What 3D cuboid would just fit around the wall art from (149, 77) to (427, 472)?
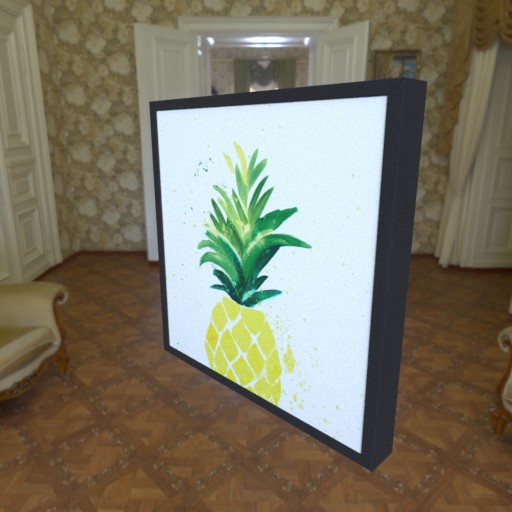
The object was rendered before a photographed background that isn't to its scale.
[{"bbox_3d":[0.000,0.000,0.441,0.033,0.304,0.305,-15,21,-43],"label":"wall art"}]
